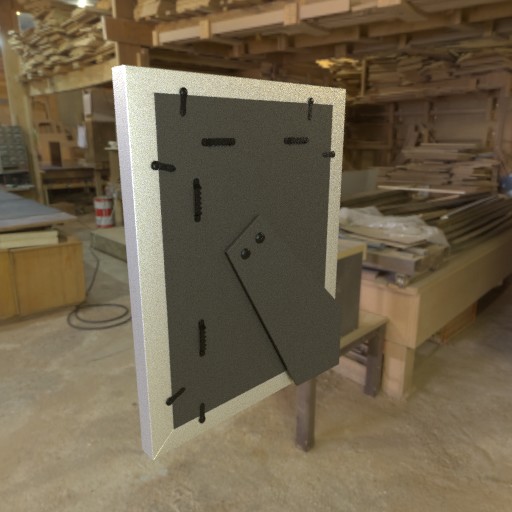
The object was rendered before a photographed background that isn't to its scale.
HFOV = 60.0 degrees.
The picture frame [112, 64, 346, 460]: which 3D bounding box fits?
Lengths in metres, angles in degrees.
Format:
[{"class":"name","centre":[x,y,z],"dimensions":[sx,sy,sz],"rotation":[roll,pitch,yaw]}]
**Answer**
[{"class":"picture frame","centre":[0.000,0.000,0.520],"dimensions":[0.307,0.386,0.036],"rotation":[-14,21,-41]}]
